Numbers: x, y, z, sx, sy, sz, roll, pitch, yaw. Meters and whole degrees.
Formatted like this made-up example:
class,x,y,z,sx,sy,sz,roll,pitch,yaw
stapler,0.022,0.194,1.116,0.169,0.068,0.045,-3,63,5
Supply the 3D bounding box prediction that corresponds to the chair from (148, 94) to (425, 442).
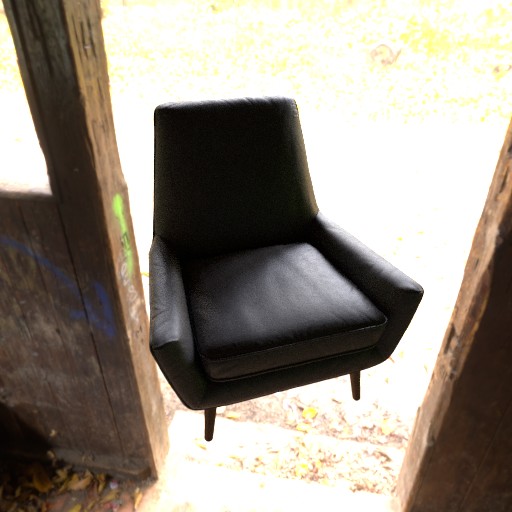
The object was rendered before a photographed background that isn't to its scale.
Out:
class,x,y,z,sx,sy,sz,roll,pitch,yaw
chair,0.000,0.000,1.506,0.787,0.888,0.822,-10,34,-15
